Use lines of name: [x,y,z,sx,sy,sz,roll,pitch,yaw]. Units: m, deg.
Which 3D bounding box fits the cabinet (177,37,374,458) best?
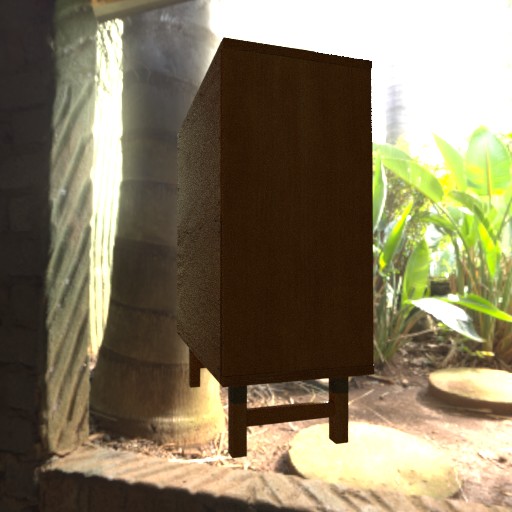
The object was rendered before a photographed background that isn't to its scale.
cabinet: [0.000,0.000,1.459,0.419,1.001,0.800,0,-1,-17]
